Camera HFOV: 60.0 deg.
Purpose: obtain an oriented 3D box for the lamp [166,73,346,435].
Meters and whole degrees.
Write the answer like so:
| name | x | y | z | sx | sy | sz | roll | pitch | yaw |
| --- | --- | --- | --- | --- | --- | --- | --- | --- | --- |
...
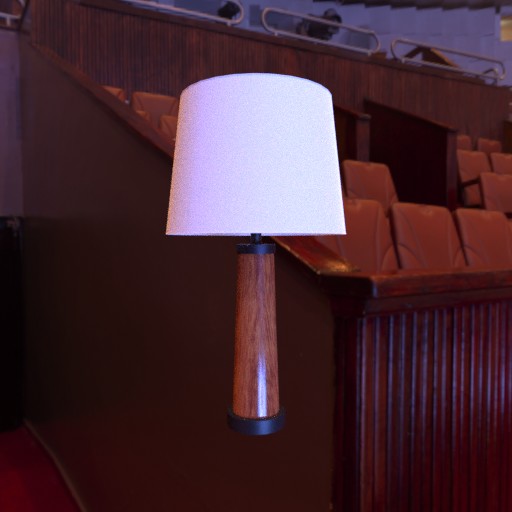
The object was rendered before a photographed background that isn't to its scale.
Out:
| name | x | y | z | sx | sy | sz | roll | pitch | yaw |
| --- | --- | --- | --- | --- | --- | --- | --- | --- | --- |
| lamp | 0.000 | 0.000 | 0.875 | 0.349 | 0.667 | 0.349 | 0 | 2 | 0 |
